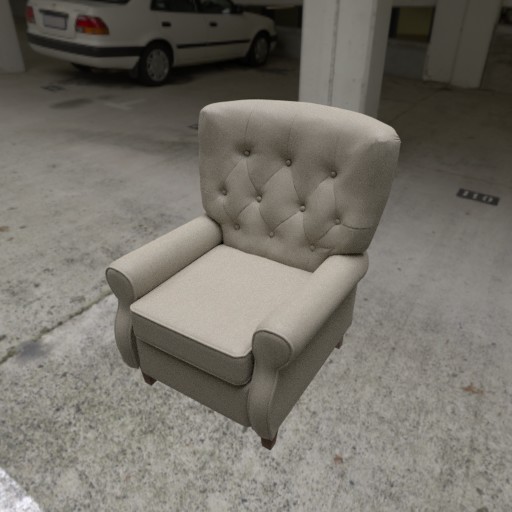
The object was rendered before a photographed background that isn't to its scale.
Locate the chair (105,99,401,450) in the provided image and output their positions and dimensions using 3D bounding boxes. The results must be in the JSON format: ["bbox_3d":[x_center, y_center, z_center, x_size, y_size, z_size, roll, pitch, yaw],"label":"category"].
[{"bbox_3d":[0.000,0.000,1.942,0.943,1.158,1.059,18,35,28],"label":"chair"}]
